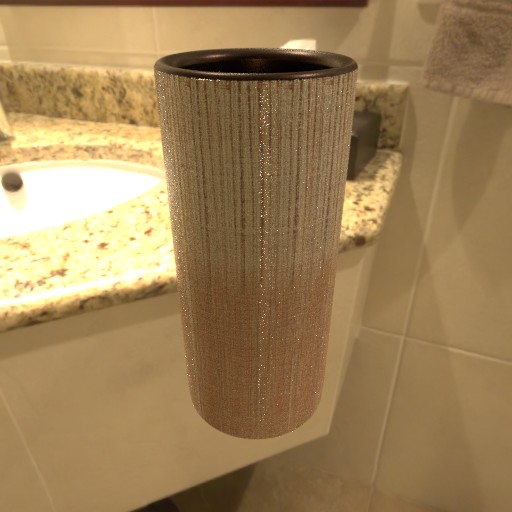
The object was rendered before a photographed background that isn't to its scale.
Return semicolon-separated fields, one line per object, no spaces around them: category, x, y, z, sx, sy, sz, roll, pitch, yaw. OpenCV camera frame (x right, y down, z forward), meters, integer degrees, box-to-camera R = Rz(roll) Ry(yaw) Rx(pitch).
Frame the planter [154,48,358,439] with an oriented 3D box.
planter;0.000;0.000;0.277;0.100;0.227;0.100;-8;32;-13
